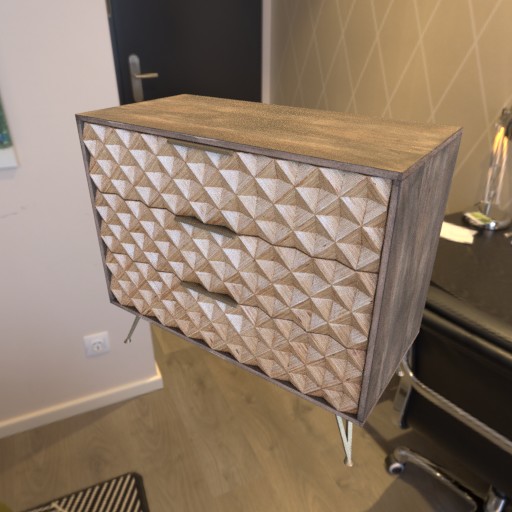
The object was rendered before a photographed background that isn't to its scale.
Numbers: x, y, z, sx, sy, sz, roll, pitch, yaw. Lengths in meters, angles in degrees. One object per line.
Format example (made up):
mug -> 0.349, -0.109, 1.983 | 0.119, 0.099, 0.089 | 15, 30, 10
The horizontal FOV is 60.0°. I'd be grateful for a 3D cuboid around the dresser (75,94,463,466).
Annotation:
dresser -> 0.000, 0.000, 1.343 | 0.923, 0.801, 0.453 | 18, 33, 30
